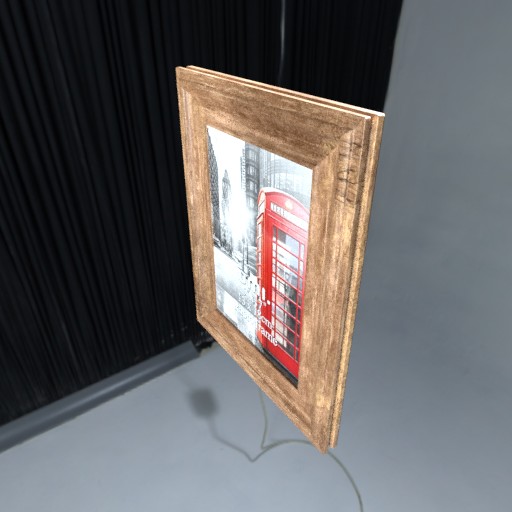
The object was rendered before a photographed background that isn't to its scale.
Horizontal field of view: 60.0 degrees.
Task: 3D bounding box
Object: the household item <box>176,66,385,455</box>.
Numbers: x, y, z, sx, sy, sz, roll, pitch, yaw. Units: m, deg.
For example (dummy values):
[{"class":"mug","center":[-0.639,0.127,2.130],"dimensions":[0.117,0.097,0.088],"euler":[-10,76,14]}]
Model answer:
[{"class":"household item","center":[0.000,0.000,0.324],"dimensions":[0.018,0.237,0.186],"euler":[-20,36,-30]}]
